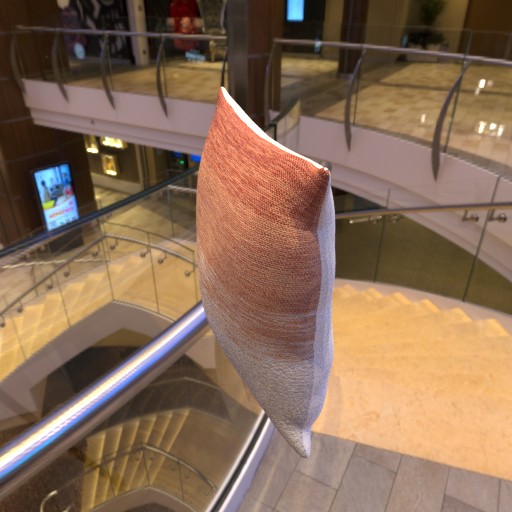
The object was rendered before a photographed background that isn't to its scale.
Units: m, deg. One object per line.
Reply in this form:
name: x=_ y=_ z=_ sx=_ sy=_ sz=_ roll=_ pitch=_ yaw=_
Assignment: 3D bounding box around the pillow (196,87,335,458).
pillow: x=0.000 y=0.000 z=0.698 sx=0.182 sy=0.441 sz=0.440 roll=-9 pitch=31 yaw=-15
